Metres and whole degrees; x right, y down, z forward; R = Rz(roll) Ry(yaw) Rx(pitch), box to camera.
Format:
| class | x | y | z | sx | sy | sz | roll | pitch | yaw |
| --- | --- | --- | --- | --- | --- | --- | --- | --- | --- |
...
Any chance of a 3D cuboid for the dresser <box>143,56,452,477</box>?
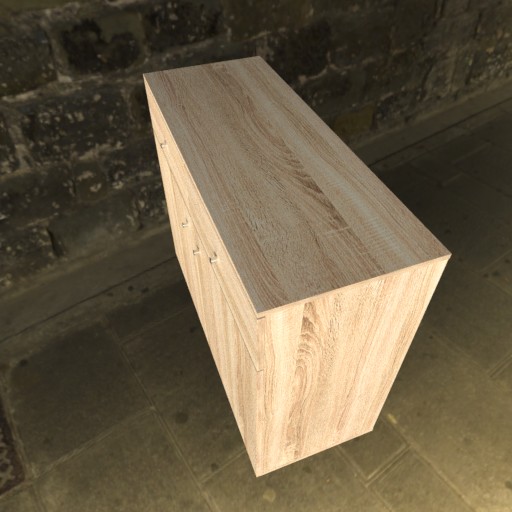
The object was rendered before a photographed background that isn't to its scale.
| class | x | y | z | sx | sy | sz | roll | pitch | yaw |
| --- | --- | --- | --- | --- | --- | --- | --- | --- | --- |
| dresser | 0.000 | 0.000 | 1.544 | 0.450 | 0.900 | 1.100 | -15 | 48 | -14 |
